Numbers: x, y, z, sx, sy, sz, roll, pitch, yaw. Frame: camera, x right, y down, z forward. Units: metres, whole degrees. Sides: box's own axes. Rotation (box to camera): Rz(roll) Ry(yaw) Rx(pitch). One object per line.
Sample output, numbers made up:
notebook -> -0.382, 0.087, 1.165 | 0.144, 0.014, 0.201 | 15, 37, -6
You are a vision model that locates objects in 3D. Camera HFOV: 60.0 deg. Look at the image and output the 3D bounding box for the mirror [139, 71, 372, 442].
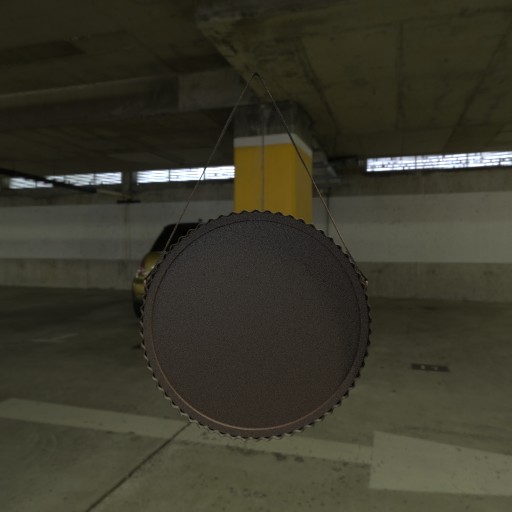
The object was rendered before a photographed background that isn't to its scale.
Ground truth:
mirror -> 0.000, 0.000, 0.691 | 0.355, 0.568, 0.042 | 0, 1, -1
